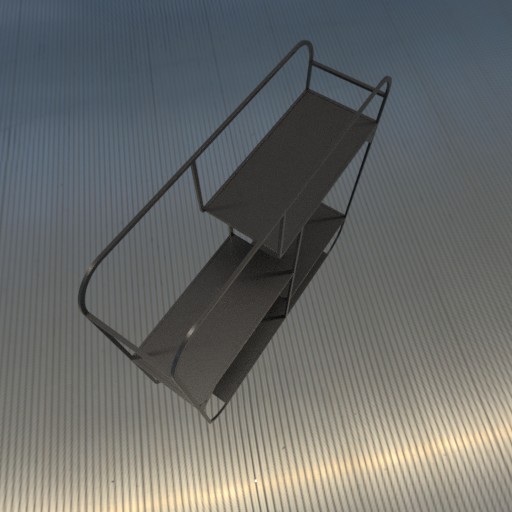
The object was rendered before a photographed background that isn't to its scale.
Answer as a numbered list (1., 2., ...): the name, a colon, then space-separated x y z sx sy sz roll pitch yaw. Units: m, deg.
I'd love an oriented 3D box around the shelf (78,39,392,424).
1. shelf: 0.000 0.000 0.895 0.160 0.600 0.600 31 67 15
